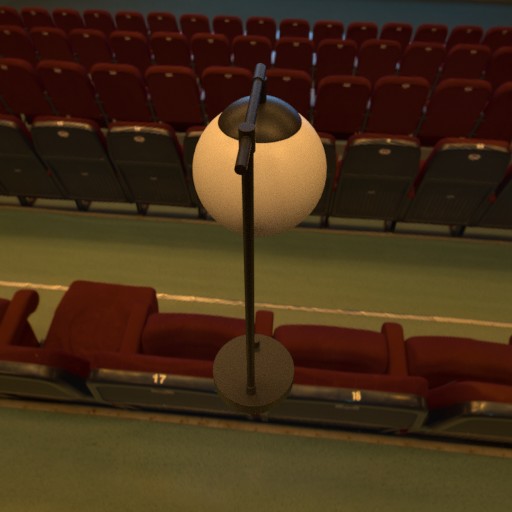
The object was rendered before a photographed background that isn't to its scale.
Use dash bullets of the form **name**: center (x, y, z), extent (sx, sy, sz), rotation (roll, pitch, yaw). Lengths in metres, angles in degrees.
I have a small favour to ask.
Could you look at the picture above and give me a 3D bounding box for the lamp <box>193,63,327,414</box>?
- **lamp**: center (0.000, 0.000, 0.702), extent (0.197, 0.559, 0.316), rotation (4, 45, 4)
